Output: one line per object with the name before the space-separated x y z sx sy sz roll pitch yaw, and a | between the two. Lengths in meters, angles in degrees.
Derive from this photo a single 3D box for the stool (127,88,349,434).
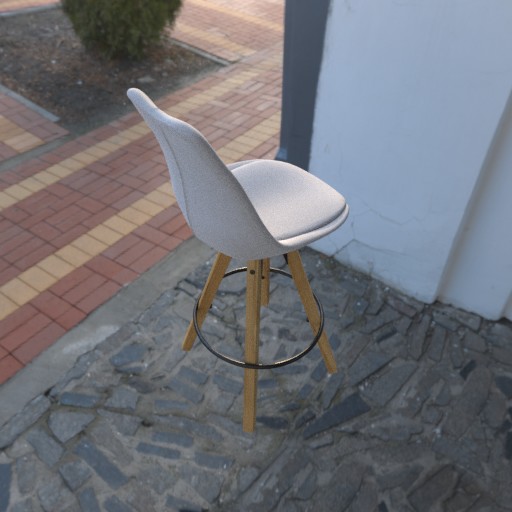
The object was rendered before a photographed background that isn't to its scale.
stool | 0.000 0.000 1.401 0.550 1.115 0.484 -27 48 -27
